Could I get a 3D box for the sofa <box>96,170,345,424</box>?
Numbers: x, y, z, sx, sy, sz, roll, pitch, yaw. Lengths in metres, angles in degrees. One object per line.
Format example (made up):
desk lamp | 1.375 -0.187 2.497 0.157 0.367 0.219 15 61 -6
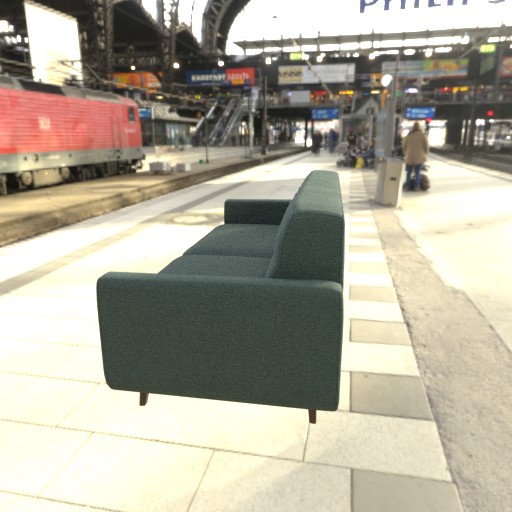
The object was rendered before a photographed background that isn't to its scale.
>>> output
sofa | 0.000 0.000 2.468 0.909 0.841 2.029 3 15 9
